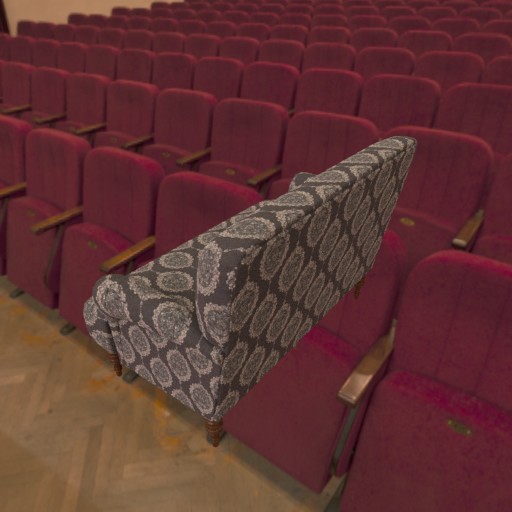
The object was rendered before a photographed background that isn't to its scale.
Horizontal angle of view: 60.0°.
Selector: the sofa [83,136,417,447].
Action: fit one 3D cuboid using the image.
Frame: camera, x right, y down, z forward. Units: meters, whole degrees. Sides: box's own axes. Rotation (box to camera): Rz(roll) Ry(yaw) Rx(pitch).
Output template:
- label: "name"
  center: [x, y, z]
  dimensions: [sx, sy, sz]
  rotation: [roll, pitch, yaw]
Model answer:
- label: "sofa"
  center: [0.000, 0.000, 1.825]
  dimensions: [0.779, 0.867, 1.297]
  rotation: [22, 38, 31]
